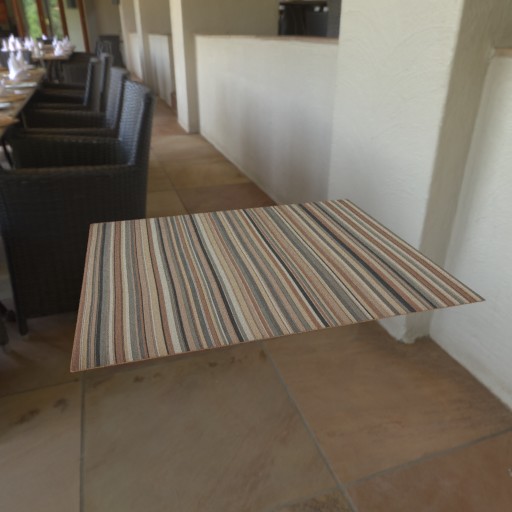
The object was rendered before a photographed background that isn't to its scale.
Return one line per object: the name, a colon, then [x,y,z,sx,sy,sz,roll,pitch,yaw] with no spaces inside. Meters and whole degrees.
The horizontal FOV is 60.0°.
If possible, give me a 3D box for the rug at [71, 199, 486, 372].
rug: [0.000,0.000,4.123,3.045,0.011,2.436,-7,28,-14]
